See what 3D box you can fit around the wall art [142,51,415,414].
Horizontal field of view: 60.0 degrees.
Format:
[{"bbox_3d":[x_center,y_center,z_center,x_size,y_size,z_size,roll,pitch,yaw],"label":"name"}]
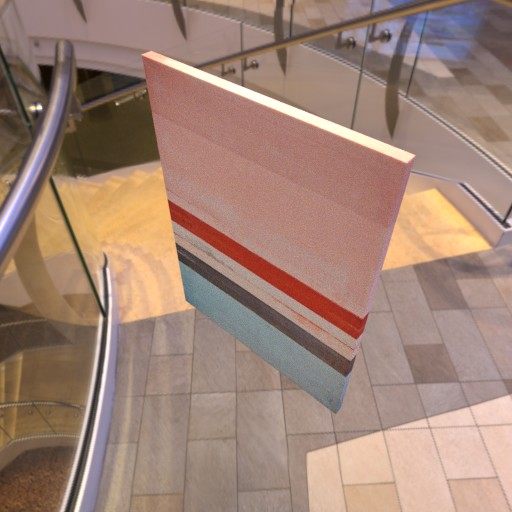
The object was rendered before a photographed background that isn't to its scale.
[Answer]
[{"bbox_3d":[0.000,0.000,1.352,0.761,1.016,0.039,32,53,28],"label":"wall art"}]
